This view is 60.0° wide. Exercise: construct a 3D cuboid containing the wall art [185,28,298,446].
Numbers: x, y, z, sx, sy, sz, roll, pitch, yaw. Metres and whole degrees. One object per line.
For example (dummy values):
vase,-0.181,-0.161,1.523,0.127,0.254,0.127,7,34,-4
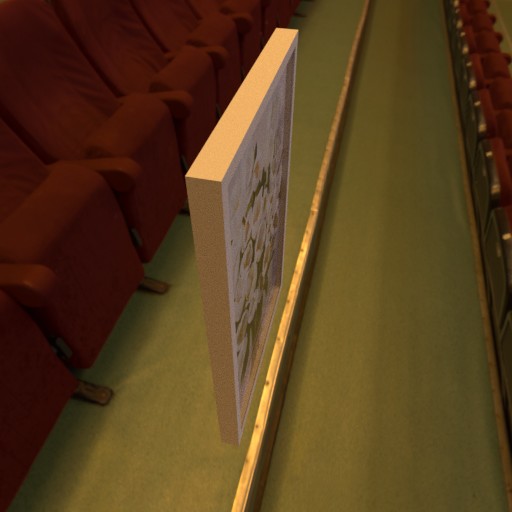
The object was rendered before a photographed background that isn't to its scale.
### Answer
wall art,0.000,0.000,0.543,0.025,0.428,0.293,10,46,10
